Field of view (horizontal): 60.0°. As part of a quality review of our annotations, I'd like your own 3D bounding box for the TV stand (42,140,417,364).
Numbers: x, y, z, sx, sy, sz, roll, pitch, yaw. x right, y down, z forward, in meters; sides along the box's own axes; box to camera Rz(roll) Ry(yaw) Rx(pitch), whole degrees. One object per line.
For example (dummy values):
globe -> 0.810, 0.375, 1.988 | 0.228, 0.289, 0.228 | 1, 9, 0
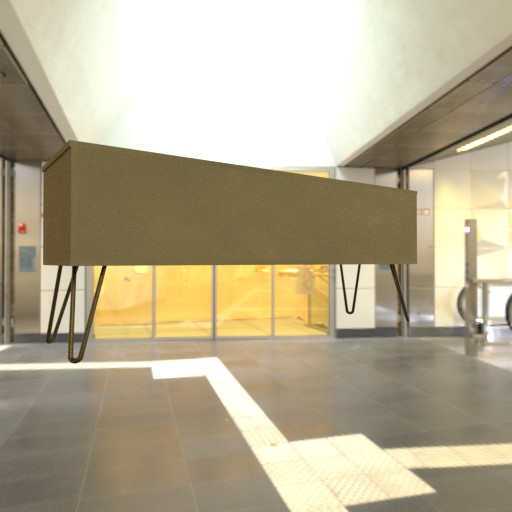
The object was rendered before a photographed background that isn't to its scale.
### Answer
TV stand -> 0.000, 0.000, 1.655 | 1.400, 0.560, 0.400 | 0, -1, -35
